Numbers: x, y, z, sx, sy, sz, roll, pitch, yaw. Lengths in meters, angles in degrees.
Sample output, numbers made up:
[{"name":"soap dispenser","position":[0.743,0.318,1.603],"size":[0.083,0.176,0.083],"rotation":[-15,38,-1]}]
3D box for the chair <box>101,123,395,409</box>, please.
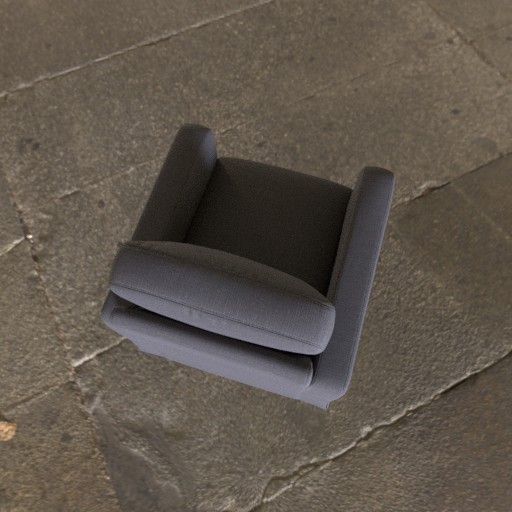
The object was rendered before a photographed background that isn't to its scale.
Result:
[{"name":"chair","position":[0.000,0.000,1.547],"size":[0.798,0.855,0.863],"rotation":[15,65,8]}]
